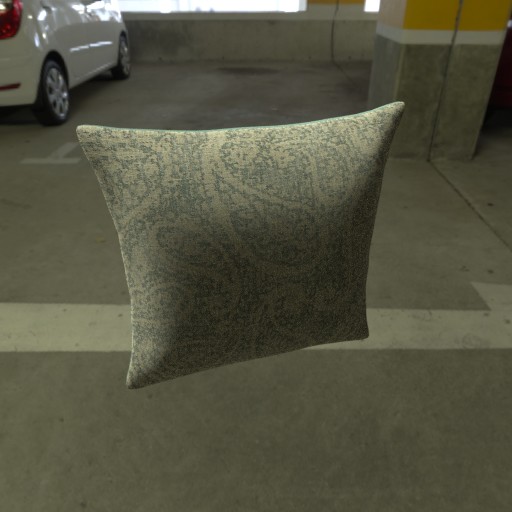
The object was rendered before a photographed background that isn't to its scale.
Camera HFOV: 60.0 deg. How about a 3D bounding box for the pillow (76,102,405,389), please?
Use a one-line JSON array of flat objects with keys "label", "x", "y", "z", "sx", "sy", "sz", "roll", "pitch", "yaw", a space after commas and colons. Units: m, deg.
[{"label": "pillow", "x": 0.000, "y": 0.000, "z": 0.804, "sx": 0.526, "sy": 0.507, "sz": 0.166, "roll": -9, "pitch": 32, "yaw": -15}]
